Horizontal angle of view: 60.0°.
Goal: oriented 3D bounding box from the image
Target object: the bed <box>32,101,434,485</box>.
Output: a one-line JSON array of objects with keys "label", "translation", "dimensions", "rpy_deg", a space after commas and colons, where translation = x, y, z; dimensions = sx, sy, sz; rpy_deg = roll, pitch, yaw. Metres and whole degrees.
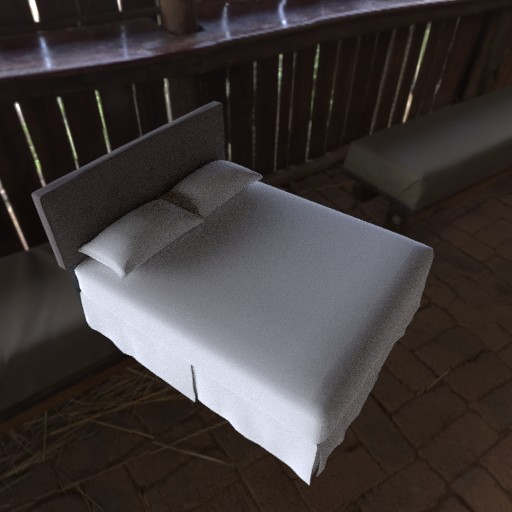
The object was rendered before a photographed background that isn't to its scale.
[{"label": "bed", "translation": [0.000, 0.000, 2.823], "dimensions": [1.894, 1.089, 1.610], "rpy_deg": [25, 47, 26]}]
